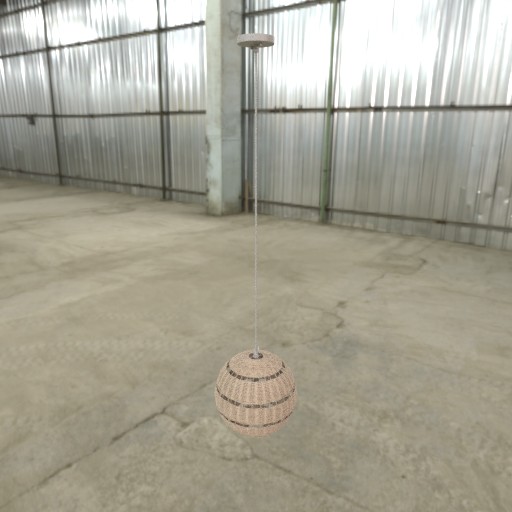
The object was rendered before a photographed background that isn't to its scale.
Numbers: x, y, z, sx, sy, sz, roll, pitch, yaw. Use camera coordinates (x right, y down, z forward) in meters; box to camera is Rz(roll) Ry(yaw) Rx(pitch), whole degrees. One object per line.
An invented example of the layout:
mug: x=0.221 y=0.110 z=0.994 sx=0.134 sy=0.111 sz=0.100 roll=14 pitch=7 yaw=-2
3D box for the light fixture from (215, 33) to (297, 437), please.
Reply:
light fixture: x=0.000 y=0.000 z=2.244 sx=0.457 sy=2.019 sz=0.457 roll=-7 pitch=17 yaw=-23
